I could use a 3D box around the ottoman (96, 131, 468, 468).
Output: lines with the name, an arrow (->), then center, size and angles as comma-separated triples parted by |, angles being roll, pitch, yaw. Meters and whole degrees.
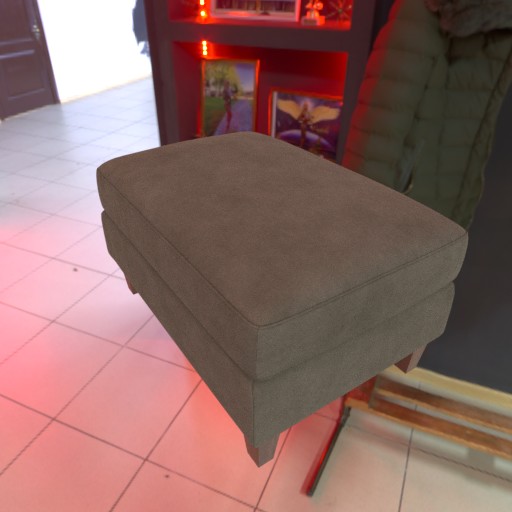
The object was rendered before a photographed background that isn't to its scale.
ottoman -> 0.000, 0.000, 1.203 | 0.584, 0.483, 0.864 | -20, 38, -28
